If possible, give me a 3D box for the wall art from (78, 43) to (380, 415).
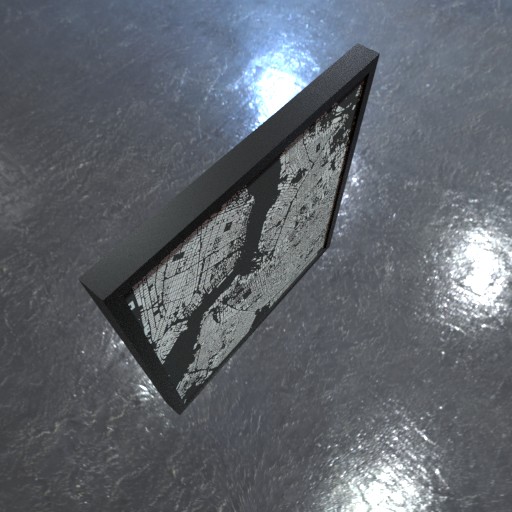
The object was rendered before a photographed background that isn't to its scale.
[{"bbox_3d":[0.000,0.000,0.750,0.038,0.506,0.506,35,65,20],"label":"wall art"}]
